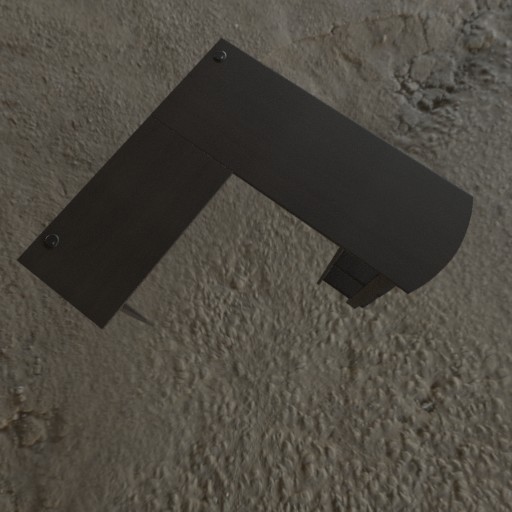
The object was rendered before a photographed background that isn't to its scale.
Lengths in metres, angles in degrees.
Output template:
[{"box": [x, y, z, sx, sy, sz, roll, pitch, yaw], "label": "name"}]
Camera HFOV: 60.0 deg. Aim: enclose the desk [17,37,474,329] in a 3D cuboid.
[{"box": [0.000, 0.000, 2.102, 1.361, 0.716, 1.303, 36, 78, 9], "label": "desk"}]
